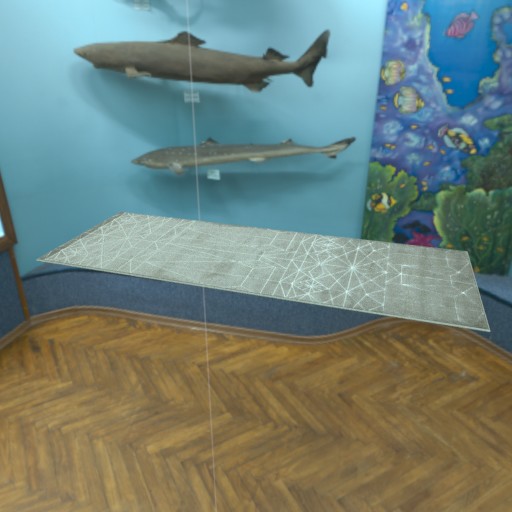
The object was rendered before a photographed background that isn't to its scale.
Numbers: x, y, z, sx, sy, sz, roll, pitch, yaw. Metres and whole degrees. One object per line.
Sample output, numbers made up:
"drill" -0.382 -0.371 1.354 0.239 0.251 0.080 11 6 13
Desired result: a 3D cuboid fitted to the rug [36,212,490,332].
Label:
"rug" 0.000 0.000 2.608 2.388 0.012 0.864 8 26 16
